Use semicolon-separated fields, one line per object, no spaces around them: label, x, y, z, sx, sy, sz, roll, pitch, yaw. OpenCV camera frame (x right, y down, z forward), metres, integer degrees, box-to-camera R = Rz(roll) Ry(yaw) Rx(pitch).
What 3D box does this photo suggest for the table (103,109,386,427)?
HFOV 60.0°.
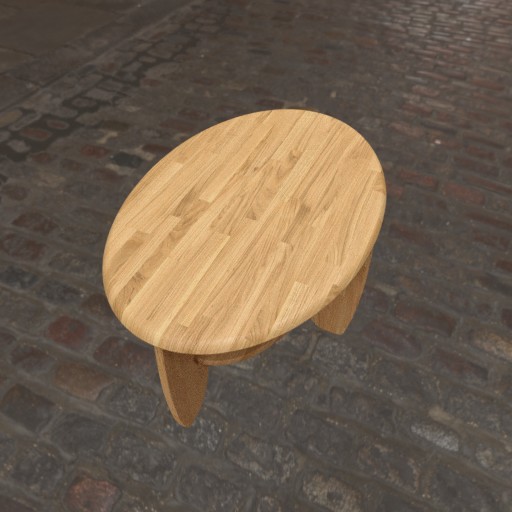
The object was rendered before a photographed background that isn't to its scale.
table;0.000;0.000;1.403;0.690;0.490;1.040;18;49;16
